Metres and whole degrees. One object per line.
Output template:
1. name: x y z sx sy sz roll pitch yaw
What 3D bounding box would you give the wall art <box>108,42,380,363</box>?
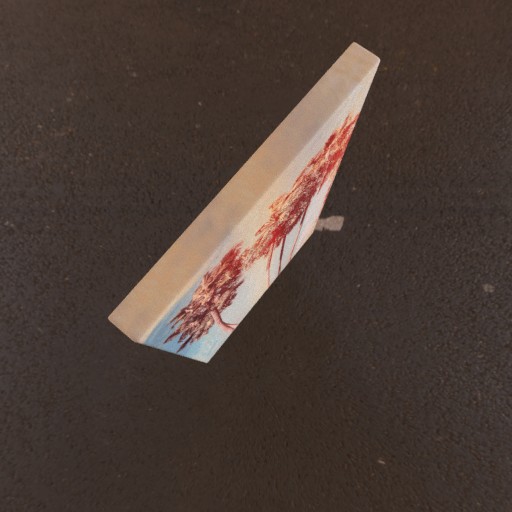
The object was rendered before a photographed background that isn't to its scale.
1. wall art: 0.000 0.000 0.748 0.038 0.610 0.401 38 78 10
